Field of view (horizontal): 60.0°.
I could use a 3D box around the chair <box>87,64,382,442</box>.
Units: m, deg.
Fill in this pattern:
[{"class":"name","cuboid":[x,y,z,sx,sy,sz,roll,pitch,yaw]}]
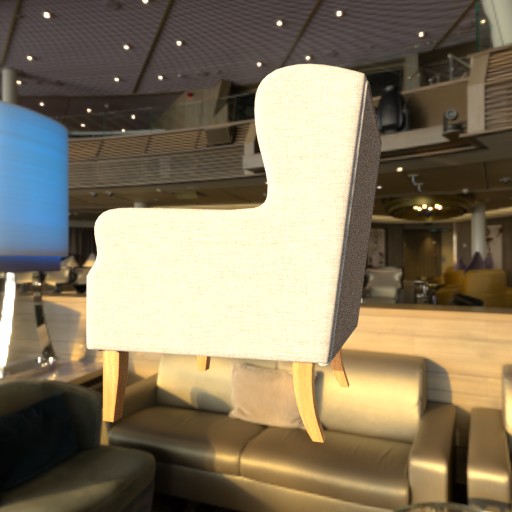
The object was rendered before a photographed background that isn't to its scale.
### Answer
[{"class":"chair","cuboid":[0.000,0.000,1.441,0.760,0.930,0.710,0,0,19]}]
